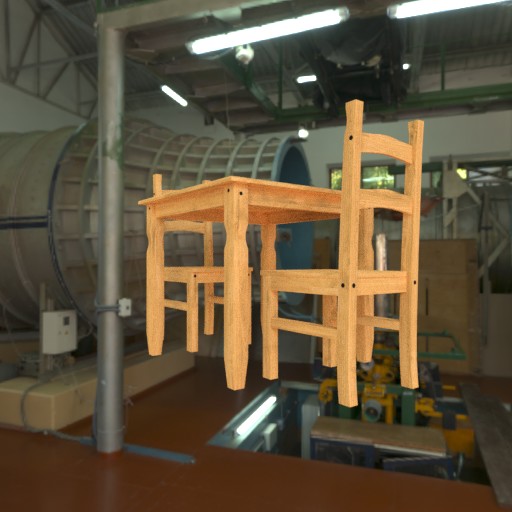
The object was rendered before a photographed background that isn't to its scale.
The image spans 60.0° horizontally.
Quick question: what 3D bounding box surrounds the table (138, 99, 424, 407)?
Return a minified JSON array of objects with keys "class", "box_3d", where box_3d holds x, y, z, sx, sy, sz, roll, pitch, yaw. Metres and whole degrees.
[{"class":"table","box_3d":[0.000,0.000,2.054,0.813,0.942,1.501,0,-1,-37]}]
